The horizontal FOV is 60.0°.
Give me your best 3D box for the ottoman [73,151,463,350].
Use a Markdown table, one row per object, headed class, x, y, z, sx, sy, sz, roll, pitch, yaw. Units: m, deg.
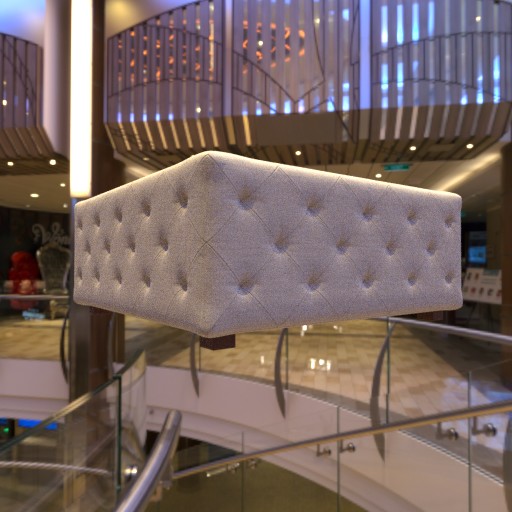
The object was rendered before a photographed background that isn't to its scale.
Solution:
| class | x | y | z | sx | sy | sz | roll | pitch | yaw |
| --- | --- | --- | --- | --- | --- | --- | --- | --- | --- |
| ottoman | 0.000 | 0.000 | 1.622 | 1.028 | 0.439 | 1.028 | 1 | -1 | -37 |
